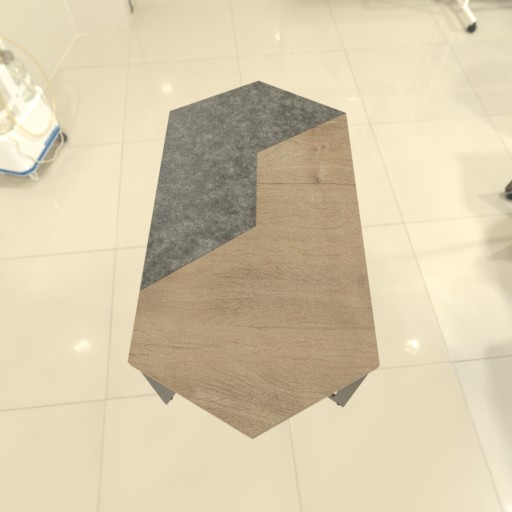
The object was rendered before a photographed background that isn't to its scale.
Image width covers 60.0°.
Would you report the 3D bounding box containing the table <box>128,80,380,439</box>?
[{"bbox_3d":[0.000,0.000,1.494,0.609,0.457,1.219,1,59,0],"label":"table"}]
